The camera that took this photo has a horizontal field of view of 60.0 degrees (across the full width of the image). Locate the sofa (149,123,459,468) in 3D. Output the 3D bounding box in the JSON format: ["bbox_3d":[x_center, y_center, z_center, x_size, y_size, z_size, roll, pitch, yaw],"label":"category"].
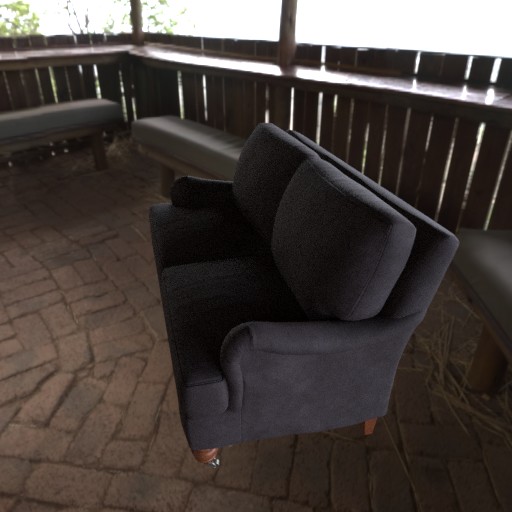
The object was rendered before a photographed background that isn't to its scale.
[{"bbox_3d":[0.000,0.000,2.465,1.084,1.101,1.853,-8,30,-14],"label":"sofa"}]
